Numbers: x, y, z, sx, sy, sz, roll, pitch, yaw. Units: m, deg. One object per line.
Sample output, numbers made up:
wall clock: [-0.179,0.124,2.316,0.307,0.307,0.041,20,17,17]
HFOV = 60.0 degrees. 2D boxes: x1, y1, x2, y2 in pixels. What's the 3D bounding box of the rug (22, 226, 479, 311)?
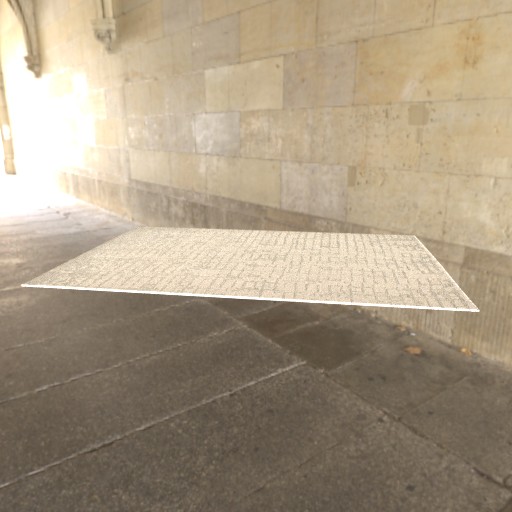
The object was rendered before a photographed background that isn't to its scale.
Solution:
rug: [0.000,0.000,2.316,1.827,0.007,1.211,2,16,8]
